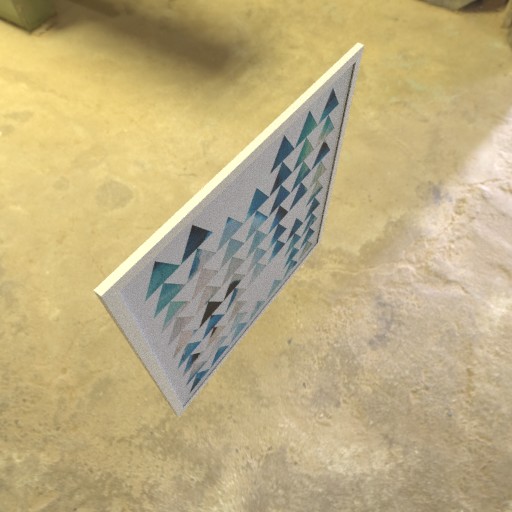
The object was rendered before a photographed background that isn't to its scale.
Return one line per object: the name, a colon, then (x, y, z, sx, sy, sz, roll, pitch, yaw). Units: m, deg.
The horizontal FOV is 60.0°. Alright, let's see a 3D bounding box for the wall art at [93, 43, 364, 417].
wall art: (0.000, 0.000, 0.821, 0.012, 0.557, 0.557, 32, 63, 19)
